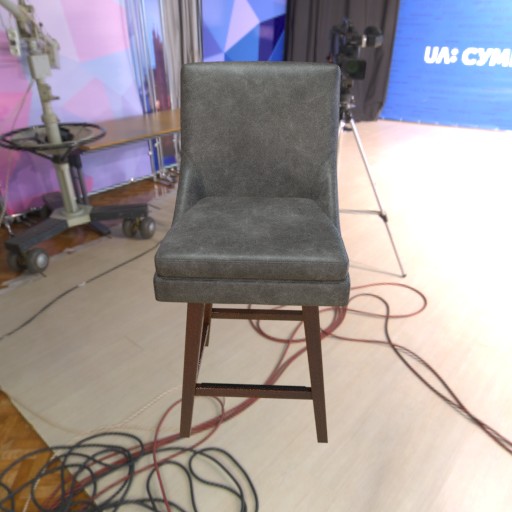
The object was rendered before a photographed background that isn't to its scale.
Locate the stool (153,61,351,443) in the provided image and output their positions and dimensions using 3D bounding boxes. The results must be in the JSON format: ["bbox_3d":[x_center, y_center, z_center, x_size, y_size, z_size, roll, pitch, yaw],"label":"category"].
[{"bbox_3d":[0.000,0.000,1.363,0.492,1.046,0.587,1,30,2],"label":"stool"}]
